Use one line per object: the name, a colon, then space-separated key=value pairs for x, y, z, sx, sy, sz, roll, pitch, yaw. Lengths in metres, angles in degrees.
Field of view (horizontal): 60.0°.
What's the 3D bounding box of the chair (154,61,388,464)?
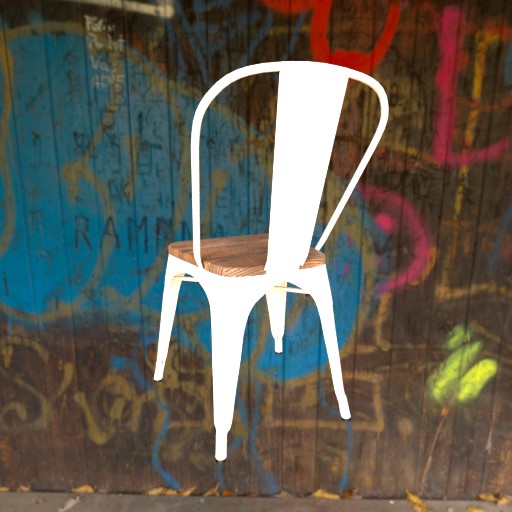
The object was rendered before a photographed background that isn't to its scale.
chair: x=0.000 y=0.000 z=1.147 sx=0.452 sy=0.851 sz=0.521 roll=-7 pitch=15 yaw=-26
